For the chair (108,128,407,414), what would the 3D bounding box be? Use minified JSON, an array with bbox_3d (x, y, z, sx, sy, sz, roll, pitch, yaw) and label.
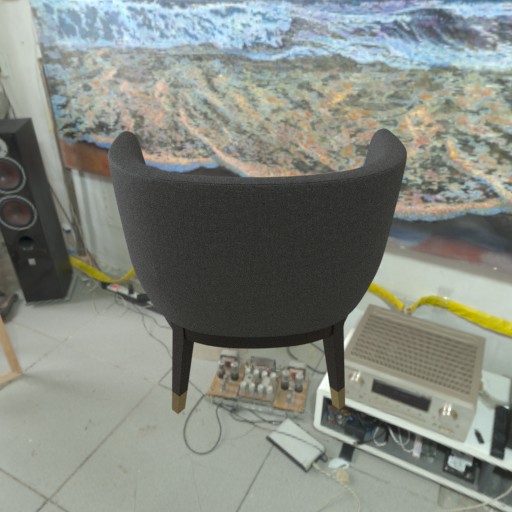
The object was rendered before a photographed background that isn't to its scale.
[{"bbox_3d":[0.000,0.000,1.217,0.639,0.695,0.698,-1,31,-2],"label":"chair"}]
